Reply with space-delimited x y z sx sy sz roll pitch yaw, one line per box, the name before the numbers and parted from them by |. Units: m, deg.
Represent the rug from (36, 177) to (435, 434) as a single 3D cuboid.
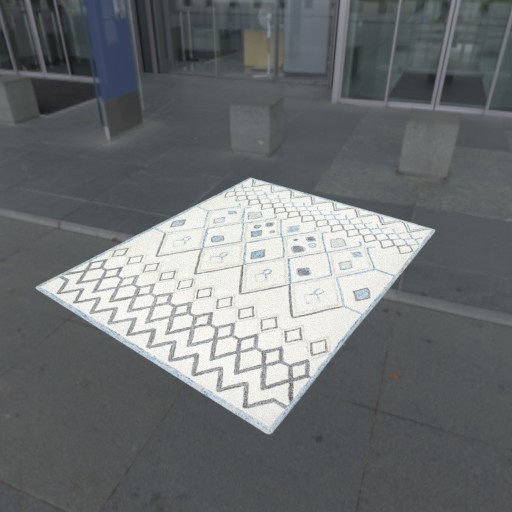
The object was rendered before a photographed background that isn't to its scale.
rug | 0.000 0.000 4.216 2.441 0.013 3.056 21 38 30
